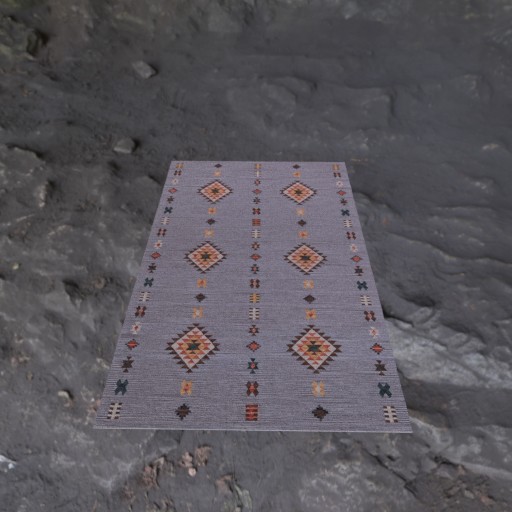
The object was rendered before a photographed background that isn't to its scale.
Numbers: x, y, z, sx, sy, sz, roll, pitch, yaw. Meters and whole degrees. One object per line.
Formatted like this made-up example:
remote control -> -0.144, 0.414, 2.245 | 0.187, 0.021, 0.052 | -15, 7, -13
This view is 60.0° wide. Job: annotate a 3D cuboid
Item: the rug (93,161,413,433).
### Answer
rug -> 0.000, 0.000, 2.986 | 1.515, 0.007, 2.427 | 1, 43, 1
